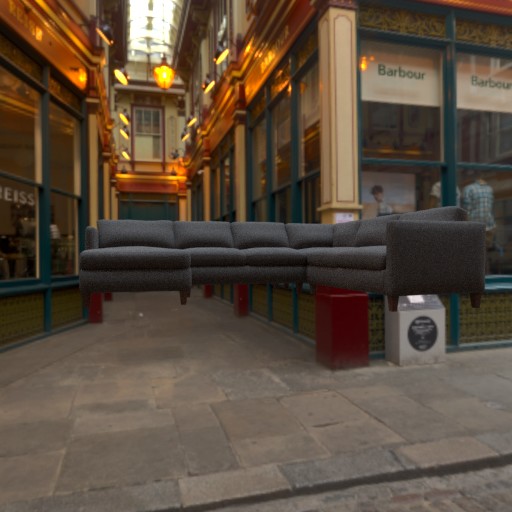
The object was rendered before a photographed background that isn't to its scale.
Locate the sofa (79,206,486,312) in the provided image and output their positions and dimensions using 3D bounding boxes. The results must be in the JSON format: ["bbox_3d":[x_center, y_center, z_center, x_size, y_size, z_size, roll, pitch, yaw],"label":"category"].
[{"bbox_3d":[0.000,0.000,4.367,3.238,0.853,2.551,0,0,-17],"label":"sofa"}]
